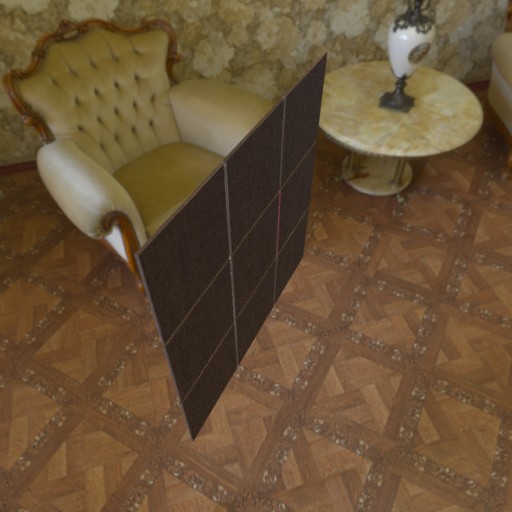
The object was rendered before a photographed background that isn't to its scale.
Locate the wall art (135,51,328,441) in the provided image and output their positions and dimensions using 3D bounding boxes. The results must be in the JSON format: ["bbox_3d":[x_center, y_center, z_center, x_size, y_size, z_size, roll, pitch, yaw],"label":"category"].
[{"bbox_3d":[0.000,0.000,2.315,0.014,1.525,1.527,21,51,18],"label":"wall art"}]
